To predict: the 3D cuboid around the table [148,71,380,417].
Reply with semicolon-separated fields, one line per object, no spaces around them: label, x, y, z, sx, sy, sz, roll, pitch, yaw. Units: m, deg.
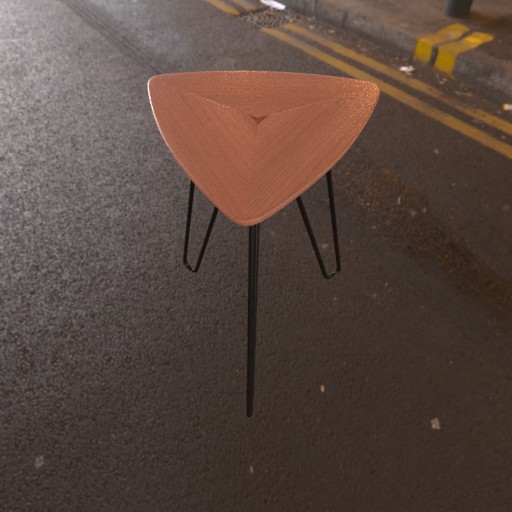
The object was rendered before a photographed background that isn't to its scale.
table;0.000;0.000;0.909;0.442;0.564;0.455;3;47;3
